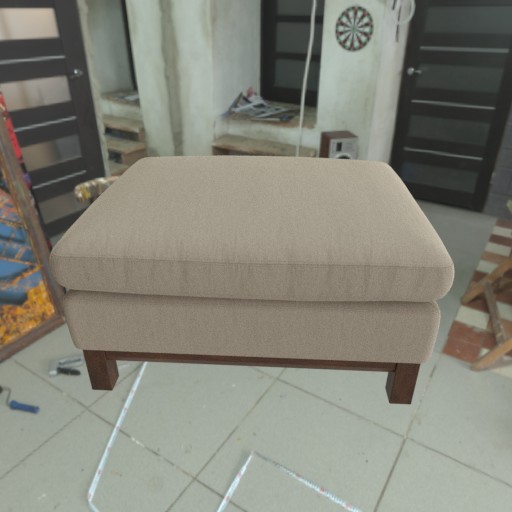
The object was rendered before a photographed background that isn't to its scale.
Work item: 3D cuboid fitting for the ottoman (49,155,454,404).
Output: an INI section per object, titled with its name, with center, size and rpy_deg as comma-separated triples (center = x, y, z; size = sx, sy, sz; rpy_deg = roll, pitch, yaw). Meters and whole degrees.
[ottoman]
center = 0.000, 0.000, 1.125
size = 0.771, 0.420, 0.606
rpy_deg = 2, 29, 3
